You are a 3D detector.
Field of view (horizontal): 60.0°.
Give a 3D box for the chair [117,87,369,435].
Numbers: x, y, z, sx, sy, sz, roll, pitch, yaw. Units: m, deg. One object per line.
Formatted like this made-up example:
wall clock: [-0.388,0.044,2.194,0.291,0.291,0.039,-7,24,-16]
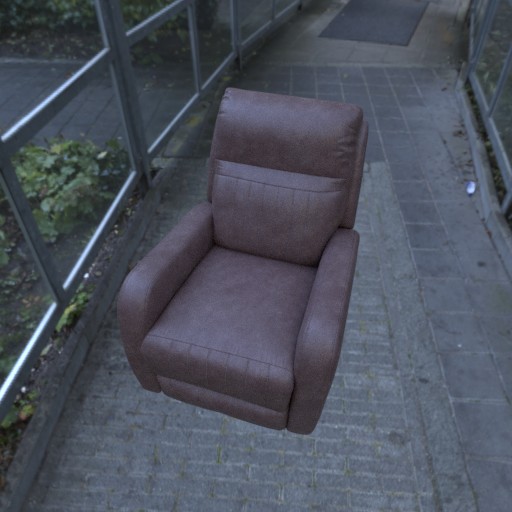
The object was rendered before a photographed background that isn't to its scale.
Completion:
chair: [0.000,0.000,1.896,0.865,1.067,1.067,12,43,14]
